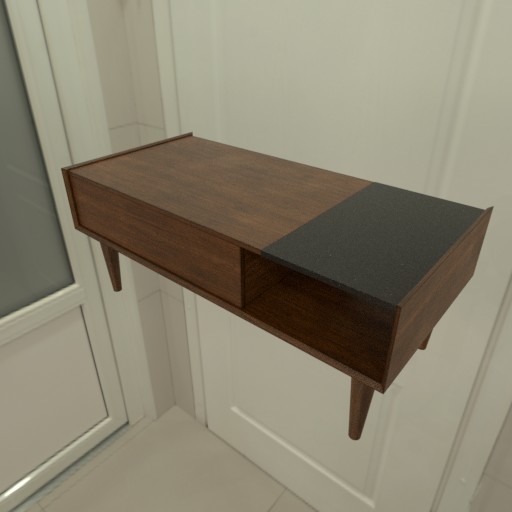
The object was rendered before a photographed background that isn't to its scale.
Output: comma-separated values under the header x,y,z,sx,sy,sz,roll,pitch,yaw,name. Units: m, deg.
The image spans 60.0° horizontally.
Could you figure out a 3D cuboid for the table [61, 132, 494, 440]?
x,y,z,sx,sy,sz,roll,pitch,yaw,name
0.000,0.000,1.502,1.221,0.508,0.610,23,37,34,table
